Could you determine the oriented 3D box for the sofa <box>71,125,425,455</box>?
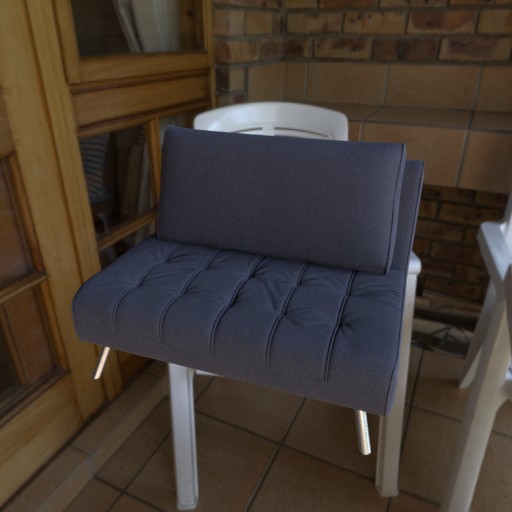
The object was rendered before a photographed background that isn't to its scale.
[{"bbox_3d":[0.000,0.000,1.836,1.220,0.910,0.910,9,28,17],"label":"sofa"}]
